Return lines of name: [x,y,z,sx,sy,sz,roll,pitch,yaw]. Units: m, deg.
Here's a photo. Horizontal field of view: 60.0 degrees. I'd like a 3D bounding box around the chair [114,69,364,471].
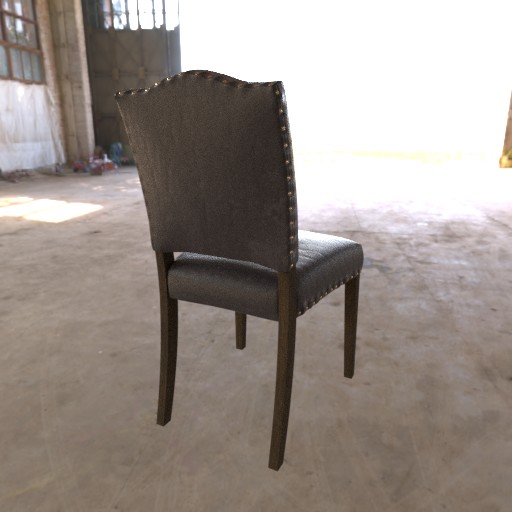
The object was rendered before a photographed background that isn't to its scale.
chair: [0.000,0.000,1.340,0.500,0.991,0.633,8,18,27]
